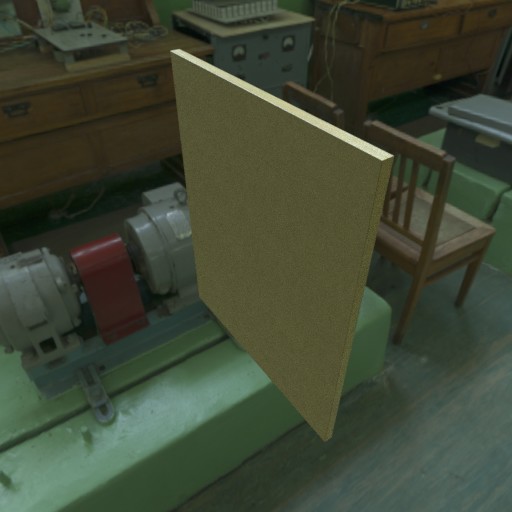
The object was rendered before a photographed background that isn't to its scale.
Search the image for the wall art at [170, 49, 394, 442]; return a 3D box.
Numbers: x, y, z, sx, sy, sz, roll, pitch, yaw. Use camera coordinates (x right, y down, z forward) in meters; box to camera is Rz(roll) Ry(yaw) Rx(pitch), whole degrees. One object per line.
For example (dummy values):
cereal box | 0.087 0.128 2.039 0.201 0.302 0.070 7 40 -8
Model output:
wall art | 0.000 0.000 1.350 0.030 1.002 0.798 -25 46 -26
